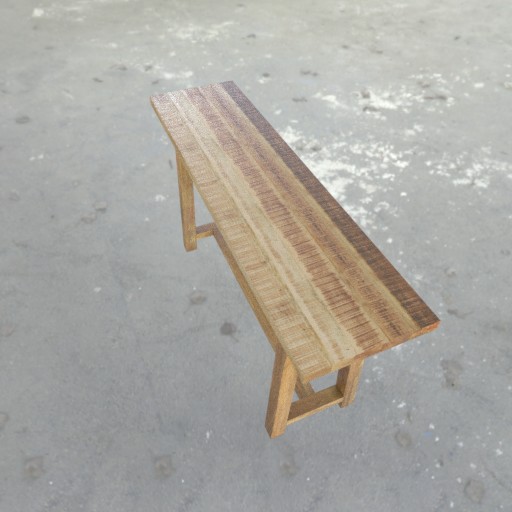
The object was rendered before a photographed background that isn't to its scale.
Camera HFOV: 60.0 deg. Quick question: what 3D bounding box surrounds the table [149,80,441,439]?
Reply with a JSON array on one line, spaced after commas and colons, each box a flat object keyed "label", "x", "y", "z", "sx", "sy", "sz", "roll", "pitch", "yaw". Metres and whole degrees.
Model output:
[{"label": "table", "x": 0.000, "y": 0.000, "z": 1.887, "sx": 0.405, "sy": 0.810, "sz": 1.524, "roll": -17, "pitch": 49, "yaw": -16}]
